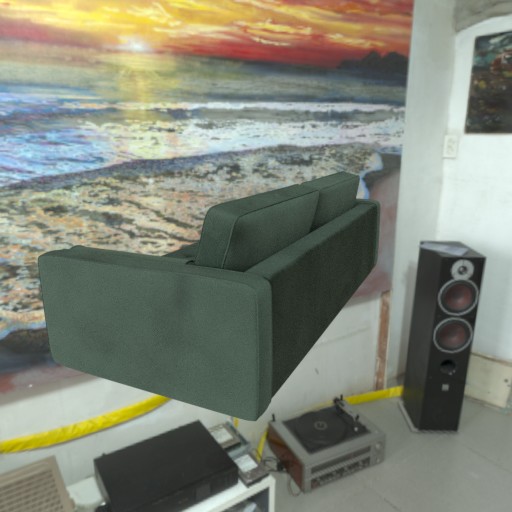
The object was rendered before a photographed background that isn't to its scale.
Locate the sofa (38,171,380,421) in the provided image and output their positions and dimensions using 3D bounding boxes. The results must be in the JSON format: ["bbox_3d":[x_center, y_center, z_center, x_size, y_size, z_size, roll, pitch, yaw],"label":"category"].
[{"bbox_3d":[0.000,0.000,2.276,0.916,0.772,1.880,7,17,25],"label":"sofa"}]
